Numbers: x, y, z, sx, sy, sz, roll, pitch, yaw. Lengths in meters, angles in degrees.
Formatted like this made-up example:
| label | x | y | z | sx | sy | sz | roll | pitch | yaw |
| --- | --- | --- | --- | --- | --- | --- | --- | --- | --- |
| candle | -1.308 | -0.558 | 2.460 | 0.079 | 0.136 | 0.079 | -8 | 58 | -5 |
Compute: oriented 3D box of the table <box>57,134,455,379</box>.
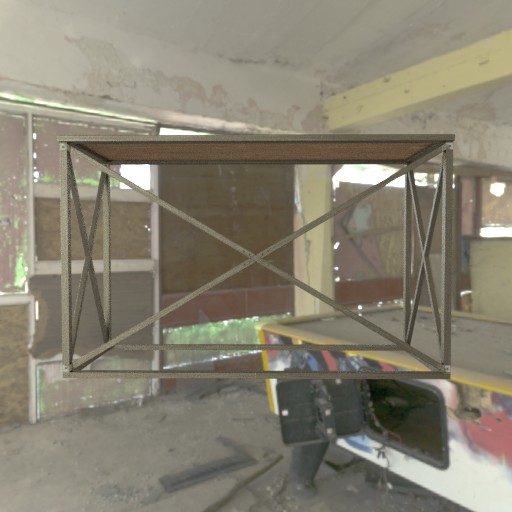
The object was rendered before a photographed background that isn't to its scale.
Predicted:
| label | x | y | z | sx | sy | sz | roll | pitch | yaw |
| --- | --- | --- | --- | --- | --- | --- | --- | --- | --- |
| table | 0.000 | 0.000 | 1.564 | 1.216 | 0.753 | 0.402 | 0 | 2 | 1 |
